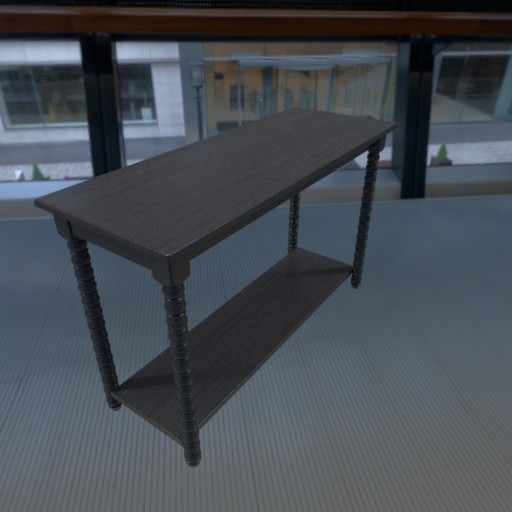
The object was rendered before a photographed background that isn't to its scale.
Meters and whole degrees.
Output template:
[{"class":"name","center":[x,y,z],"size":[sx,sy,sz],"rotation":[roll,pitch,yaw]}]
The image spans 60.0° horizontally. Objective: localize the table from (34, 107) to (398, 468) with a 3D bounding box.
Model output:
[{"class":"table","center":[0.000,0.000,1.529],"size":[0.459,0.735,1.184],"rotation":[20,37,30]}]
